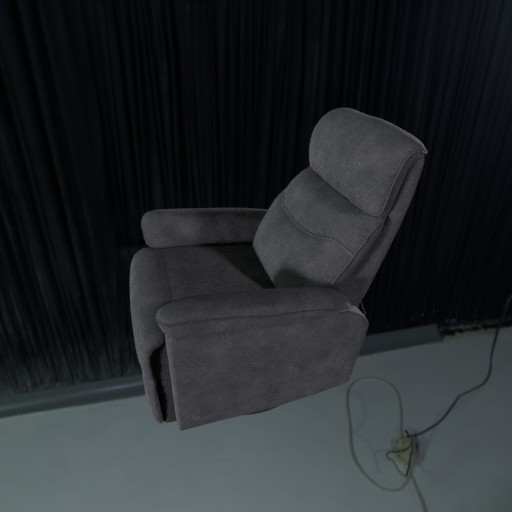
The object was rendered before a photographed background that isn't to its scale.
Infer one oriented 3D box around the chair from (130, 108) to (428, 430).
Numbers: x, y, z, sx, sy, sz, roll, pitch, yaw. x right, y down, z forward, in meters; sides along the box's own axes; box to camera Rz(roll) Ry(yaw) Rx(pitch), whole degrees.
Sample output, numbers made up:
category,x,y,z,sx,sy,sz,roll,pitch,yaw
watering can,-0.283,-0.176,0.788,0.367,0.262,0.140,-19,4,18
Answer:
category,x,y,z,sx,sy,sz,roll,pitch,yaw
chair,0.000,0.000,1.758,1.009,1.035,0.830,-8,31,-14
